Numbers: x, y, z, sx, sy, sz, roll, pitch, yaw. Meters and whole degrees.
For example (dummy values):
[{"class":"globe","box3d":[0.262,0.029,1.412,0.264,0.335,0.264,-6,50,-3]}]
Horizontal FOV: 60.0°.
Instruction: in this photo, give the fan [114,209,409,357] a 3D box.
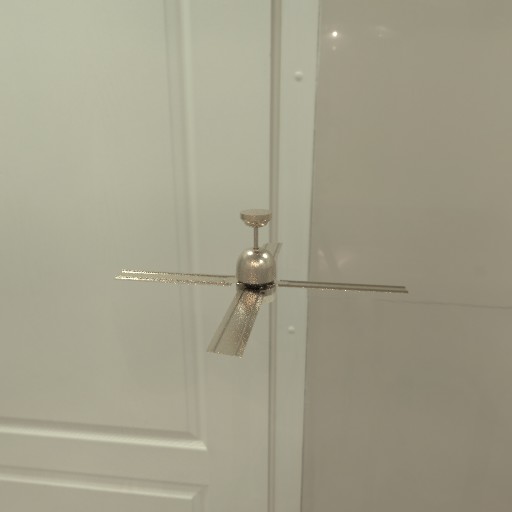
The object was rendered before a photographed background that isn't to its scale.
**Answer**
[{"class":"fan","box3d":[0.000,0.000,2.016,1.346,0.406,1.346,2,17,7]}]
